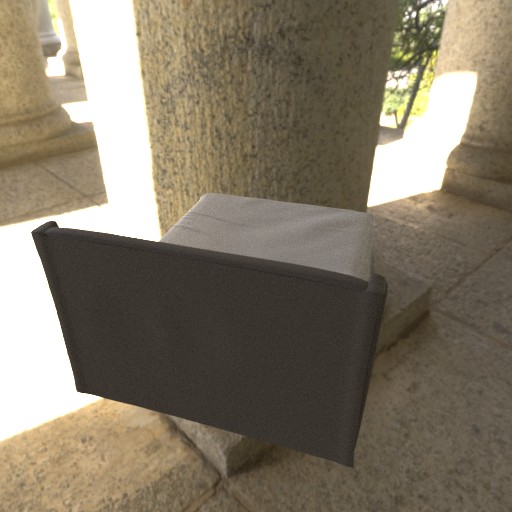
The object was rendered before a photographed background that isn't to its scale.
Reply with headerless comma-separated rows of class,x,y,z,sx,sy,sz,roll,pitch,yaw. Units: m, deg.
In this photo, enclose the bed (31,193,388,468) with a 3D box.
bed,0.000,0.000,3.431,1.925,1.332,2.276,9,33,15
